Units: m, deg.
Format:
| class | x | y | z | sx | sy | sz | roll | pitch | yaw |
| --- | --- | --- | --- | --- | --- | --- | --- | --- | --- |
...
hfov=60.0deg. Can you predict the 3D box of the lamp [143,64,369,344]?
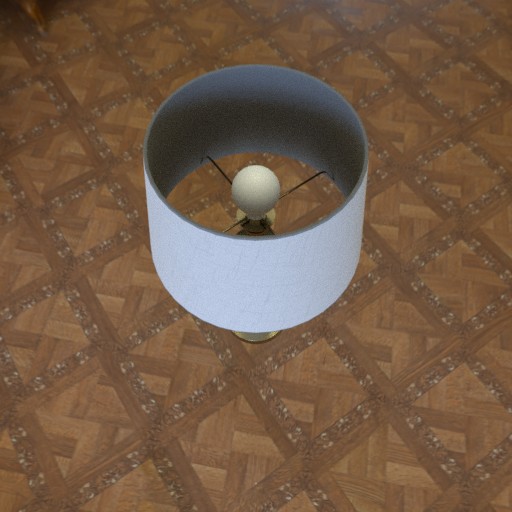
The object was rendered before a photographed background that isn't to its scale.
| class | x | y | z | sx | sy | sz | roll | pitch | yaw |
| --- | --- | --- | --- | --- | --- | --- | --- | --- | --- |
| lamp | 0.000 | 0.000 | 0.724 | 0.309 | 0.545 | 0.309 | 0 | 63 | 0 |
